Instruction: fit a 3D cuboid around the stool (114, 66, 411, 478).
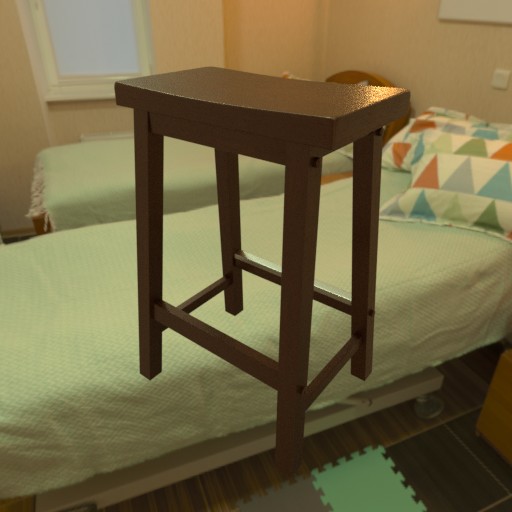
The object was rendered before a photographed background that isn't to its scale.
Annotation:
[{"bbox_3d":[0.000,0.000,0.836,0.406,0.610,0.322,22,37,32],"label":"stool"}]
